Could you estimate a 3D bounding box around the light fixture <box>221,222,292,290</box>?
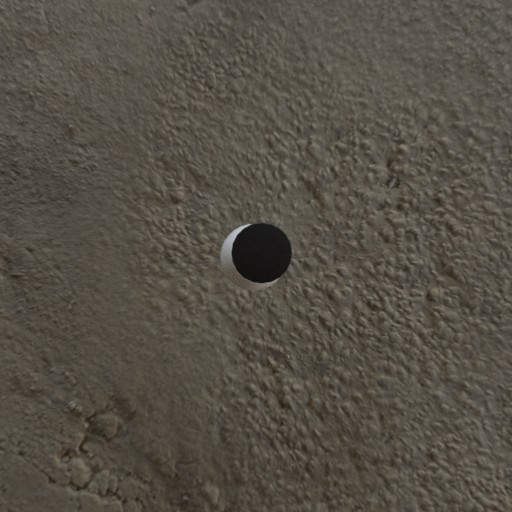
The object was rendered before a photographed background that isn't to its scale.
[{"bbox_3d":[0.000,0.000,1.496,0.324,1.337,0.324,0,89,-1],"label":"light fixture"}]
